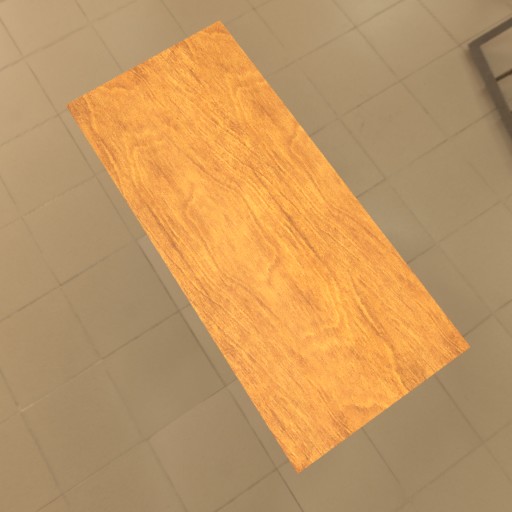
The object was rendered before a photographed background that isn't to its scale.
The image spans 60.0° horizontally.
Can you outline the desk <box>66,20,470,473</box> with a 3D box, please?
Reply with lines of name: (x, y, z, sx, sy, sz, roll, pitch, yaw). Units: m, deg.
desk: (0.000, 0.000, 1.406, 0.470, 0.762, 1.016, -33, 78, -8)
